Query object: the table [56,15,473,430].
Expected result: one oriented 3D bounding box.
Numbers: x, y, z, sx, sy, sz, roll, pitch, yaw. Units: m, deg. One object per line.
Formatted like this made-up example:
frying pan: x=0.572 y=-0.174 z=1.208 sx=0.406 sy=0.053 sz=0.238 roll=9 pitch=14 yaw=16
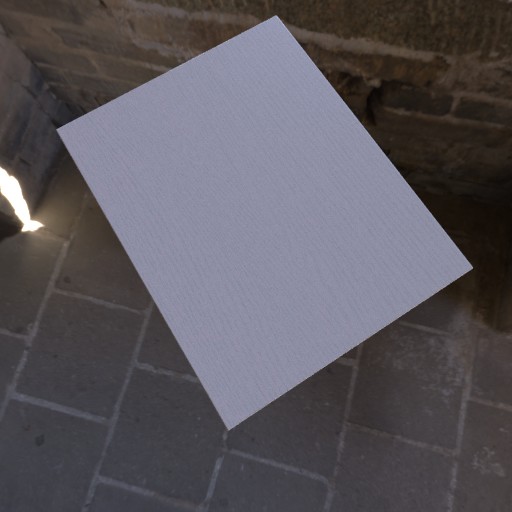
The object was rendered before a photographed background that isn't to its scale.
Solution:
table: x=0.000 y=0.000 z=0.919 sx=0.381 sy=0.635 sz=0.480 roll=-31 pitch=77 yaw=-8
